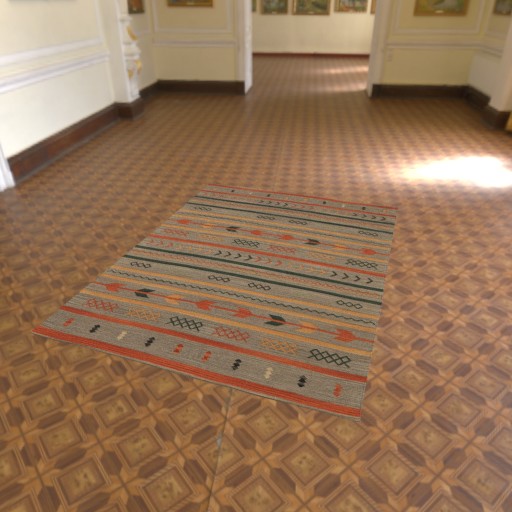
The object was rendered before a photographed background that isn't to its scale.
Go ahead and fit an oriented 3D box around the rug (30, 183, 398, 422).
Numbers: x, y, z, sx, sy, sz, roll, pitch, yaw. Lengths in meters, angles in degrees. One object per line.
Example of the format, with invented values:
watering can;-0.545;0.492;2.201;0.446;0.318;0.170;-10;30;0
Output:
rug;0.000;0.000;3.959;2.263;0.022;3.029;10;32;17
